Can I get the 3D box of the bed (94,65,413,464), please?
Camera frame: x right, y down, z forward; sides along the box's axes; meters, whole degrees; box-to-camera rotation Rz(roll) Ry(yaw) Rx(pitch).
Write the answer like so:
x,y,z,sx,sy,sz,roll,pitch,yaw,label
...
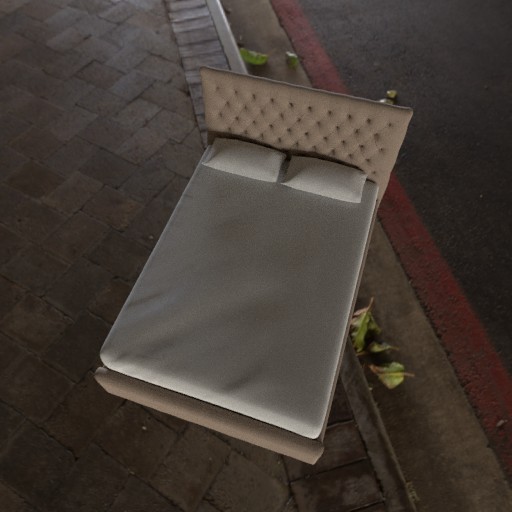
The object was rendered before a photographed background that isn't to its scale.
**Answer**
x,y,z,sx,sy,sz,roll,pitch,yaw,label
0.000,0.000,3.407,1.698,1.427,2.387,16,59,10,bed
